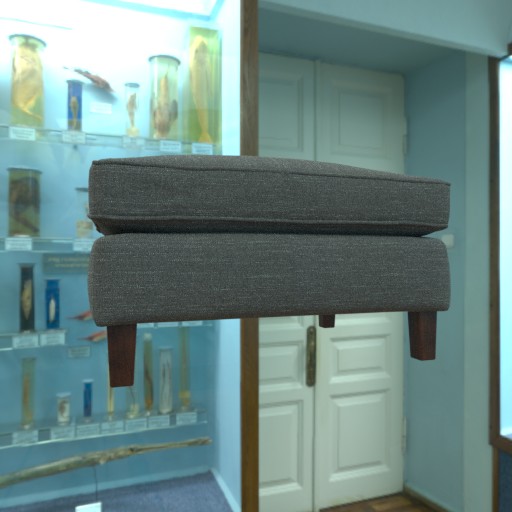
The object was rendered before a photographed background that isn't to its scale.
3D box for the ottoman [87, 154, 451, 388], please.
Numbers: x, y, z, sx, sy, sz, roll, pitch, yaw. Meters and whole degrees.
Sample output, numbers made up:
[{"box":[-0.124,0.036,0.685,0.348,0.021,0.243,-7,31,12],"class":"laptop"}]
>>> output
[{"box":[0.000,0.000,0.984,0.686,0.406,0.508,0,0,-18],"class":"ottoman"}]
